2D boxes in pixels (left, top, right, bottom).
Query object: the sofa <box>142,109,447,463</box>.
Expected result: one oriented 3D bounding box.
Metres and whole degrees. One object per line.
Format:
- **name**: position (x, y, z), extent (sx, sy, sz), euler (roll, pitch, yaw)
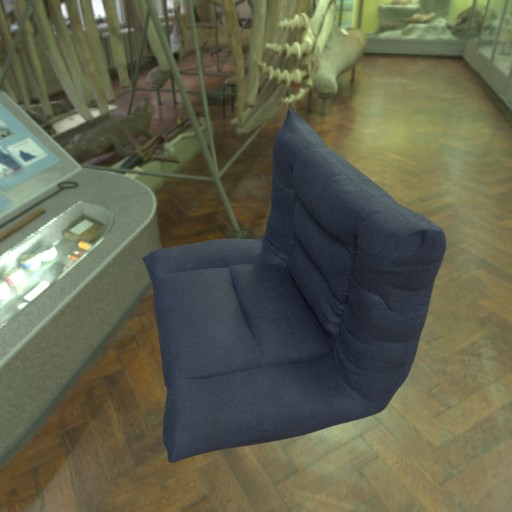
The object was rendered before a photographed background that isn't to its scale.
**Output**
- **sofa**: position (0.000, 0.000, 1.663), extent (0.849, 0.778, 1.122), euler (-8, 33, -13)
